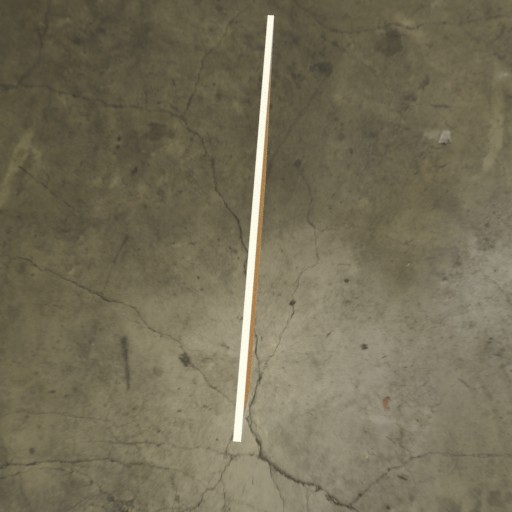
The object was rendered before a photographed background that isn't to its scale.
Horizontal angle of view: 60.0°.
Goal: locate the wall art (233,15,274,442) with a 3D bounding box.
[{"bbox_3d":[0.000,0.000,1.200,0.013,0.813,0.812,4,76,1],"label":"wall art"}]
